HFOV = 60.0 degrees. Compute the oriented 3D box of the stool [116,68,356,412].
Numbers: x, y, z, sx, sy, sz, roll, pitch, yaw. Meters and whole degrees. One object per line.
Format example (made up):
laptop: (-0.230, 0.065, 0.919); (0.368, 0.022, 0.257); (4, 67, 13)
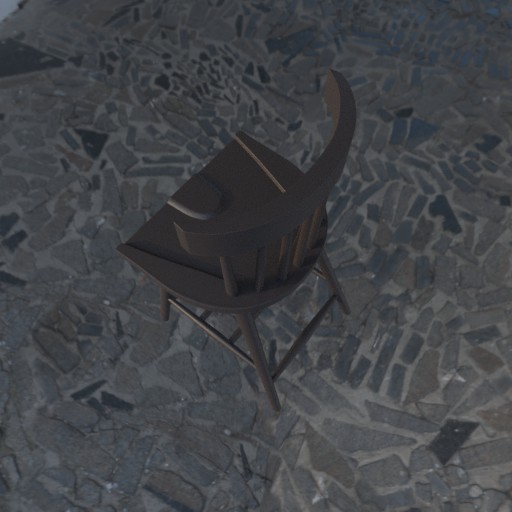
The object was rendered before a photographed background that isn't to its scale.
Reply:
stool: (0.000, 0.000, 1.221); (0.549, 0.953, 0.494); (35, 68, 16)
